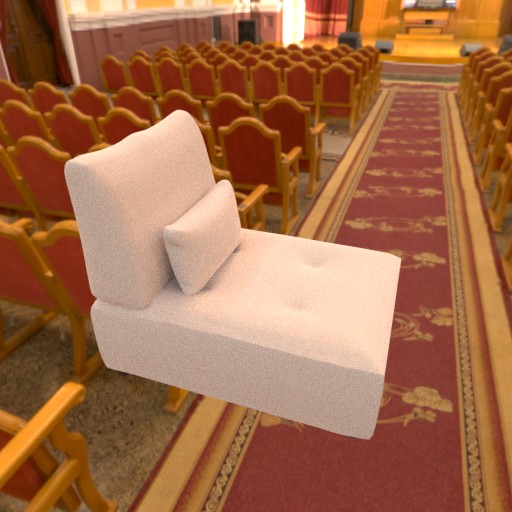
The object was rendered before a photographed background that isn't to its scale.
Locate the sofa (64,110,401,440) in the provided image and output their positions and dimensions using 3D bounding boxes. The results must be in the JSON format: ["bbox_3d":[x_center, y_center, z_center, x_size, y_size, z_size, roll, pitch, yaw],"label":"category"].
[{"bbox_3d":[0.000,0.000,1.589,1.000,0.820,0.700,10,32,17],"label":"sofa"}]
